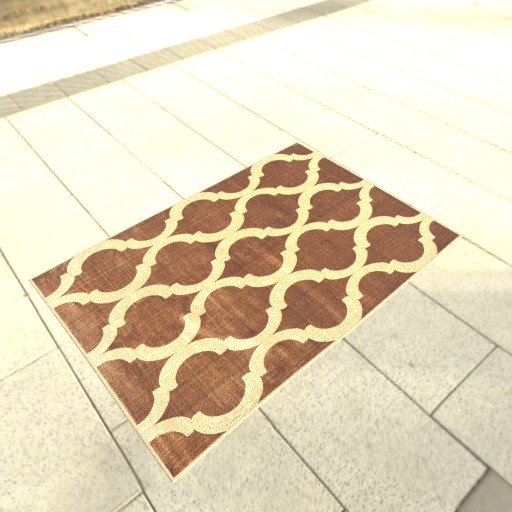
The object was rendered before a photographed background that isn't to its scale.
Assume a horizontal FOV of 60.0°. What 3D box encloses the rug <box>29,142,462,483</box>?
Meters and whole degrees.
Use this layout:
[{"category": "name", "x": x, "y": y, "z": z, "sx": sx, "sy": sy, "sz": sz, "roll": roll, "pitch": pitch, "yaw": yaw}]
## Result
[{"category": "rug", "x": 0.000, "y": 0.000, "z": 2.780, "sx": 2.290, "sy": 0.014, "sz": 1.526, "roll": -33, "pitch": 54, "yaw": -28}]
